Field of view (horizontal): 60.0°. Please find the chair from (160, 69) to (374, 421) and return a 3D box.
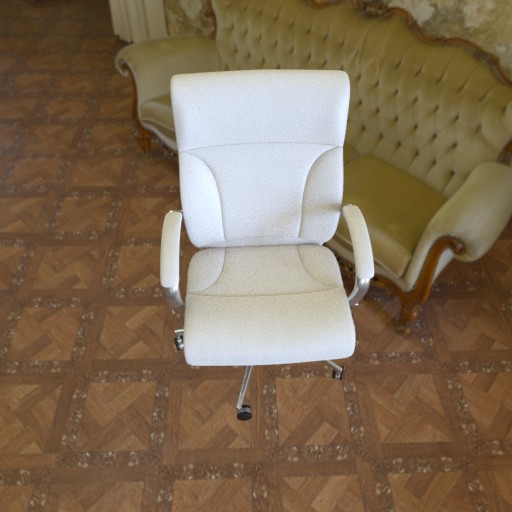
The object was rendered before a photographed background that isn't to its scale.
[{"bbox_3d":[0.000,0.000,1.599,0.727,1.099,0.745,-2,47,-2],"label":"chair"}]
